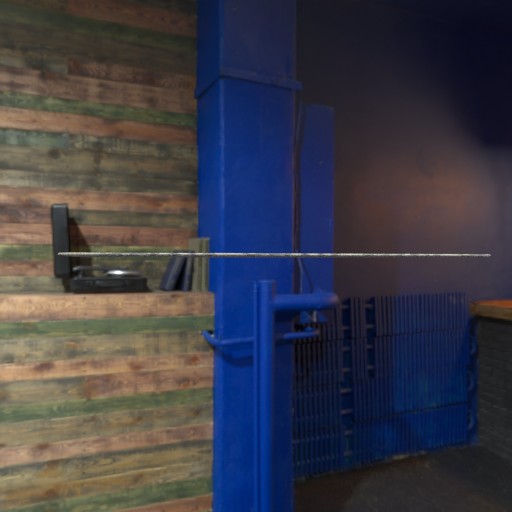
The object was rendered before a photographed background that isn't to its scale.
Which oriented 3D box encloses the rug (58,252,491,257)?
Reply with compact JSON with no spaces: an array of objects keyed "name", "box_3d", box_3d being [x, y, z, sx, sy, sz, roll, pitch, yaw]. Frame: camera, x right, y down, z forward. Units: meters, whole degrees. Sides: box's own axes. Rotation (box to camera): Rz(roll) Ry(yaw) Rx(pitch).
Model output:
[{"name":"rug","box_3d":[0.000,0.000,2.937,2.261,0.013,1.676,0,0,-19]}]
